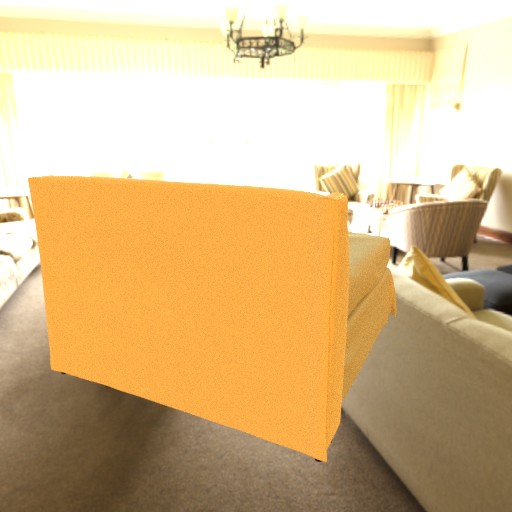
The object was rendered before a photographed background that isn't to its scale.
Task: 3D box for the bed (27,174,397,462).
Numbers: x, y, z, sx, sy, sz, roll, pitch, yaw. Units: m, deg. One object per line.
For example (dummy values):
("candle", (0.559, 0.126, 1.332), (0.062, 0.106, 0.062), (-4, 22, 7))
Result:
("bed", (0.000, 0.000, 3.334), (1.925, 1.332, 2.276), (8, 18, 26))
